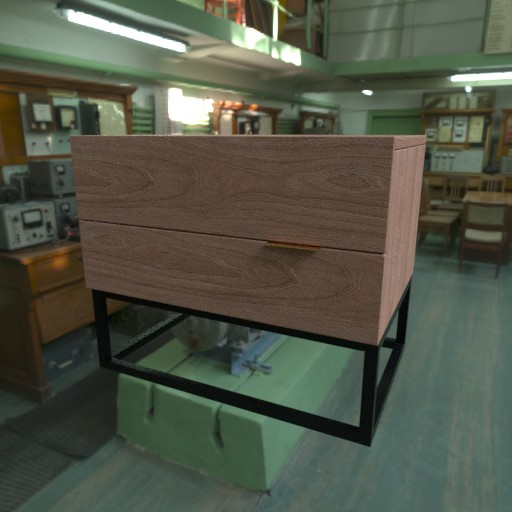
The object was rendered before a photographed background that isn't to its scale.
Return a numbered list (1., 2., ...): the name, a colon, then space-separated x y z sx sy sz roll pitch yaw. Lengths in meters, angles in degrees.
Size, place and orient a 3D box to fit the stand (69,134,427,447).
1. stand: 0.000 0.000 0.952 0.600 0.500 0.420 7 17 25
